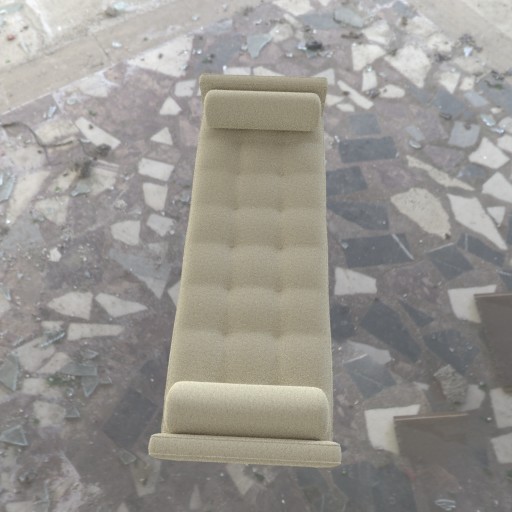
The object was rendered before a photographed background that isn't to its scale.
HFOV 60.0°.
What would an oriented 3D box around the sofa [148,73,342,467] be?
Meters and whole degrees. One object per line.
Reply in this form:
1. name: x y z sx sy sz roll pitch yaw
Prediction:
1. sofa: 0.000 0.000 2.333 0.746 0.641 1.985 2 64 1
